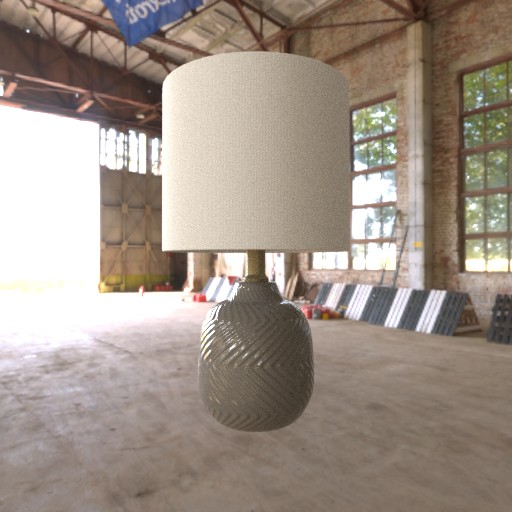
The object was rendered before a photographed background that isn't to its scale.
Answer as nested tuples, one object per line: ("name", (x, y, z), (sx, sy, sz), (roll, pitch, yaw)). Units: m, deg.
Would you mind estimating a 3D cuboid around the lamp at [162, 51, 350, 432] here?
("lamp", (0.000, 0.000, 0.499), (0.207, 0.366, 0.207), (0, -1, -19))
